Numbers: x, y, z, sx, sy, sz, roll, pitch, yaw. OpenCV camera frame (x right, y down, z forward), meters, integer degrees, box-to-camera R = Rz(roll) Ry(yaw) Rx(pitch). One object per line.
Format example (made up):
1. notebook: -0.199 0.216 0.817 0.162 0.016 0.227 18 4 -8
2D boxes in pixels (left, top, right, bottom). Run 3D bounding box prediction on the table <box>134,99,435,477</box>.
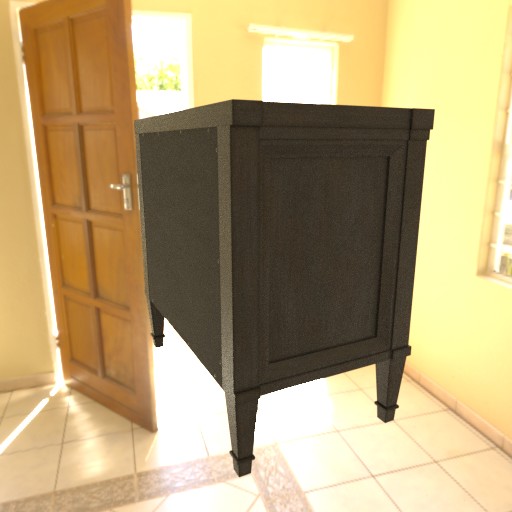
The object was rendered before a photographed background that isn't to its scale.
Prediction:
1. table: 0.000 0.000 1.093 0.413 0.660 0.660 -7 16 -26
